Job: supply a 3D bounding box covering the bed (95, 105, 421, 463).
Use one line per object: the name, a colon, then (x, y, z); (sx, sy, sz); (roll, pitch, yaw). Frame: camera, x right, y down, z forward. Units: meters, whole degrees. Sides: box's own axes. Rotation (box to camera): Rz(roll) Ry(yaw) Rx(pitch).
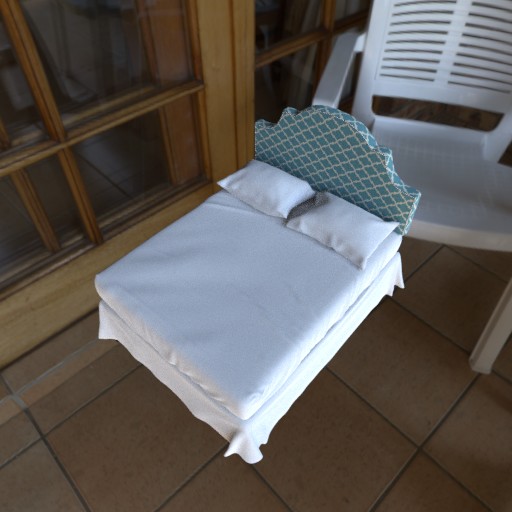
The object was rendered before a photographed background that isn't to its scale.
bed: (0.000, 0.000, 3.435); (1.780, 1.633, 2.222); (33, 55, 26)
